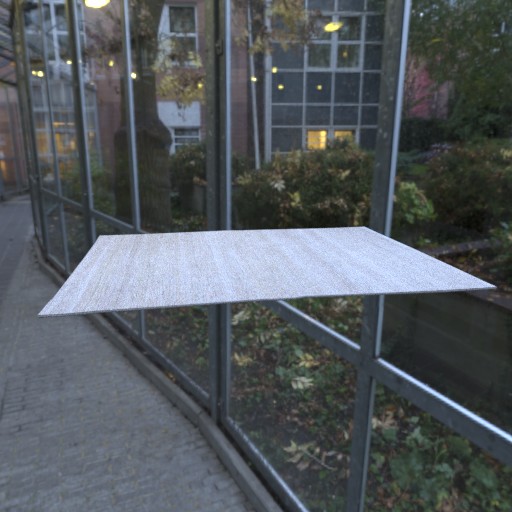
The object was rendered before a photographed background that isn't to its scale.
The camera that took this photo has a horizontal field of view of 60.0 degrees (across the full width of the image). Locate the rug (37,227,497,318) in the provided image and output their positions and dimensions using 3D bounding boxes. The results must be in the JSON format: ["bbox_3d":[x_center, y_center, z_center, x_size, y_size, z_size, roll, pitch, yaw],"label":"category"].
[{"bbox_3d":[0.000,0.000,4.209,3.245,0.046,2.467,-2,15,-9],"label":"rug"}]
